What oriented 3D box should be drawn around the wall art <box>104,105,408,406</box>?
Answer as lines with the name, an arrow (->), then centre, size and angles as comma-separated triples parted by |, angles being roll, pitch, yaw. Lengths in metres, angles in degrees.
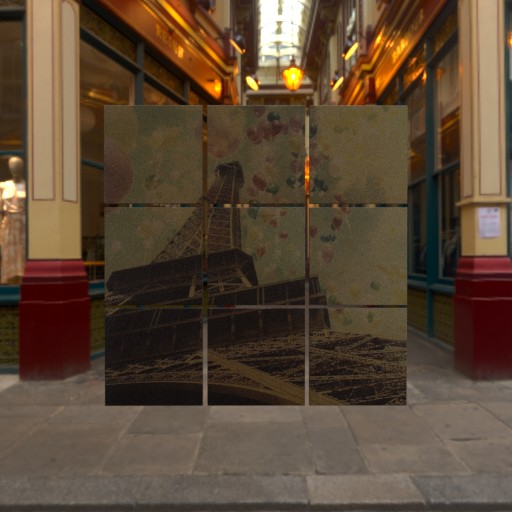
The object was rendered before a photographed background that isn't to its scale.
wall art -> 0.000, 0.000, 1.848 | 1.256, 1.246, 0.017 | 0, 0, 0
